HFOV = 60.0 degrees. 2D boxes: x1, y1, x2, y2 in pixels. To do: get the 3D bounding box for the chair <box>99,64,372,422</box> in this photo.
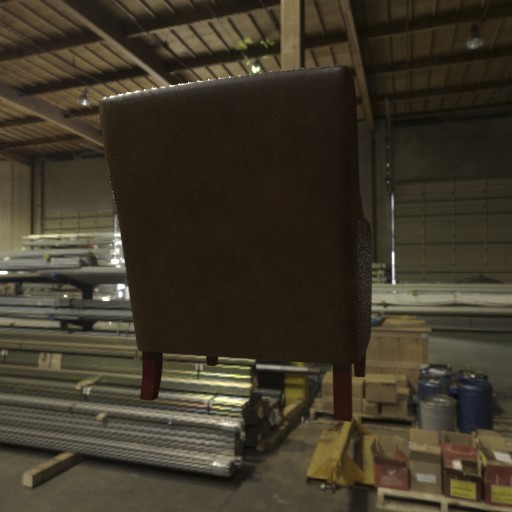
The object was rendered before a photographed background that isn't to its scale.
[{"bbox_3d":[0.000,0.000,1.321,0.639,0.813,0.704,0,-2,18],"label":"chair"}]
